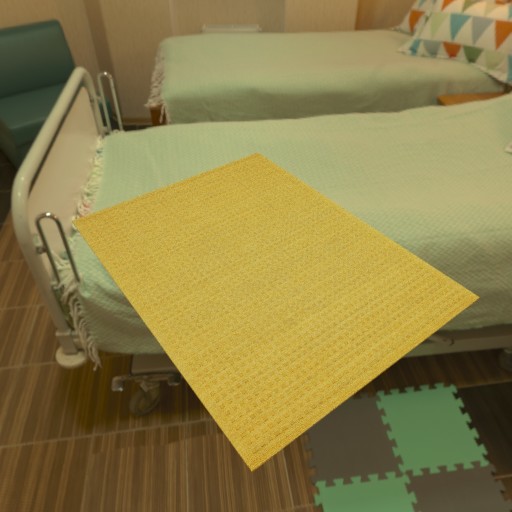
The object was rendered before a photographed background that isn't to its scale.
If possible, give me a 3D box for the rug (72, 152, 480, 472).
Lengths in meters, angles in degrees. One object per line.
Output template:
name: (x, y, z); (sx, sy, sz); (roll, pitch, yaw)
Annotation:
rug: (0.000, 0.000, 4.312); (2.486, 0.015, 3.242); (-26, 48, -27)
